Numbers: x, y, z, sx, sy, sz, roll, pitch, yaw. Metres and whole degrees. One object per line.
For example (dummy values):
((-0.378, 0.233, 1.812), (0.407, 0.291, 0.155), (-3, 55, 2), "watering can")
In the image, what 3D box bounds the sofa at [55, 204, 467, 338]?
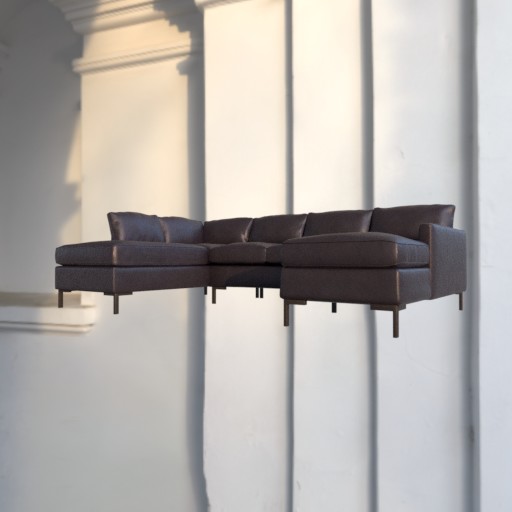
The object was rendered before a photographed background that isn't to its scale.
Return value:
((0.000, 0.000, 3.760), (2.956, 0.900, 1.939), (0, -1, 36), "sofa")
